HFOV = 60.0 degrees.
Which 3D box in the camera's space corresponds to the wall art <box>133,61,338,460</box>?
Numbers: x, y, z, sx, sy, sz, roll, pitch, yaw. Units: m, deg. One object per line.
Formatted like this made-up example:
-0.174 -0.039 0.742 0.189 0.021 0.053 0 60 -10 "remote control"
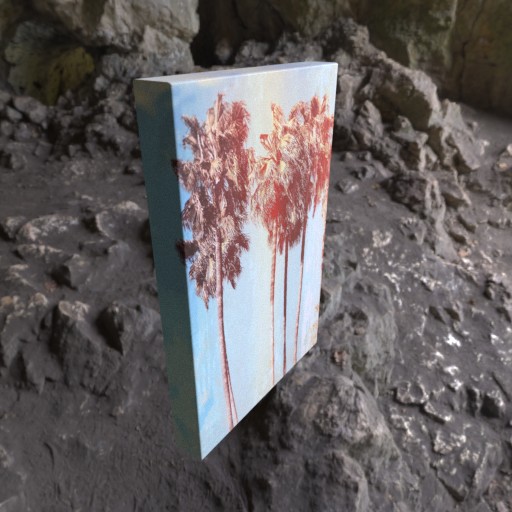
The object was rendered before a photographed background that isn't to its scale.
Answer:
0.000 0.000 0.487 0.039 0.380 0.251 18 32 32 "wall art"
